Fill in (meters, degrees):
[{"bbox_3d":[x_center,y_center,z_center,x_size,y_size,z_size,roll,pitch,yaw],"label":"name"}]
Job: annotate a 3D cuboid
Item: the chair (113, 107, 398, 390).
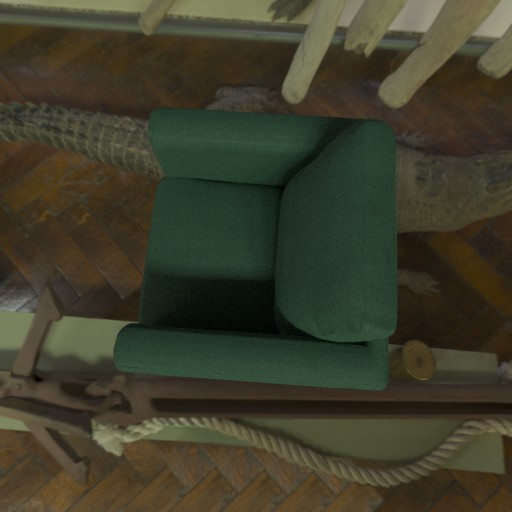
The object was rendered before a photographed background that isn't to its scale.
[{"bbox_3d":[0.000,0.000,1.558,0.800,0.927,0.855,4,75,1],"label":"chair"}]
